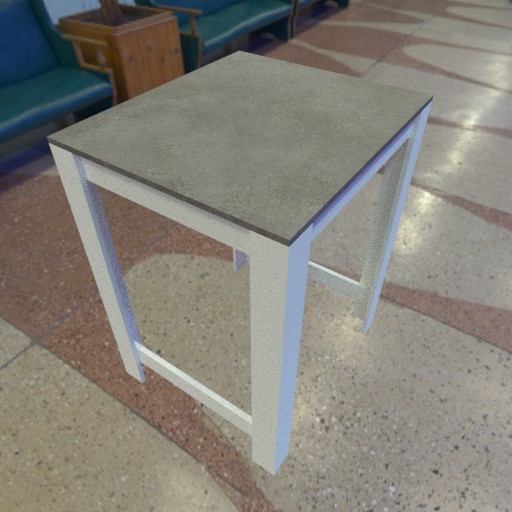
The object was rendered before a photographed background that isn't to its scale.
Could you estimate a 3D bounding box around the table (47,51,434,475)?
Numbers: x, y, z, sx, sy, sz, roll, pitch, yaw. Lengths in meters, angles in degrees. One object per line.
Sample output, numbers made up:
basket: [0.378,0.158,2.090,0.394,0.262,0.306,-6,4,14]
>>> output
table: [0.000,0.000,1.527,0.700,1.020,0.800,25,47,25]
